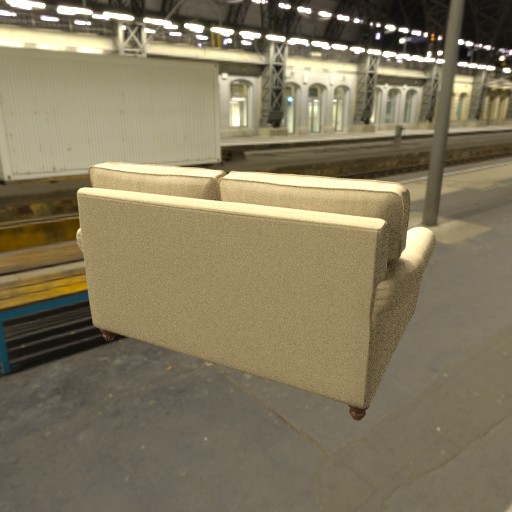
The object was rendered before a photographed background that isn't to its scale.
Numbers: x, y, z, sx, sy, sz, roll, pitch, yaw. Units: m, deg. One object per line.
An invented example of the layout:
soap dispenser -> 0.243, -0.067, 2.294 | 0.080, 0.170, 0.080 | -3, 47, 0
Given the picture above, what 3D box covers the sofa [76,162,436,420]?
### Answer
sofa -> 0.000, 0.000, 2.287 | 1.665, 0.937, 0.964 | 9, 20, 27
